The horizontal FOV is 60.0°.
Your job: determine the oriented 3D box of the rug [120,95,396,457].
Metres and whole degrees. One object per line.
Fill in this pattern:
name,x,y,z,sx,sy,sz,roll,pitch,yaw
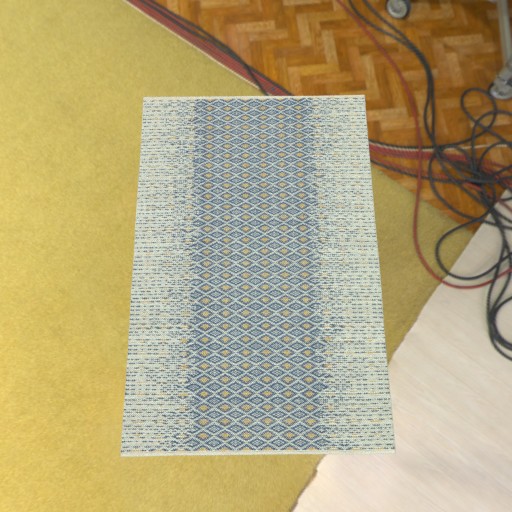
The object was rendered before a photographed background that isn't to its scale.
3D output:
rug,0.000,0.000,2.201,1.219,0.005,1.828,-1,75,0
